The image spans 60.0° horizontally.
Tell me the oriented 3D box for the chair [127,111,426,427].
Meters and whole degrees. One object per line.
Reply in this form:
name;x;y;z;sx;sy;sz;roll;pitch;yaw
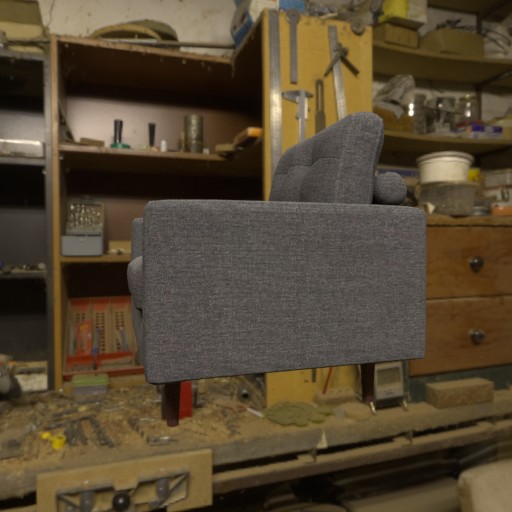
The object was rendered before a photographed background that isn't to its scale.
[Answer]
chair;0.000;0.000;1.525;0.843;0.880;0.821;0;1;-18
